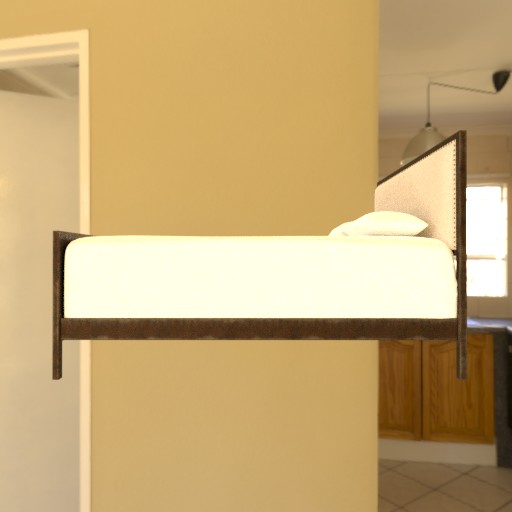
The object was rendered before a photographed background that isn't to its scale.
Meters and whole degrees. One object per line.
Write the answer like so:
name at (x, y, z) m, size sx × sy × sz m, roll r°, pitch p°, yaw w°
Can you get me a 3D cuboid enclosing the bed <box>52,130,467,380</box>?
bed at (0.000, 0.000, 3.133) m, size 2.221 × 1.313 × 1.607 m, roll 0°, pitch 0°, yaw 0°
